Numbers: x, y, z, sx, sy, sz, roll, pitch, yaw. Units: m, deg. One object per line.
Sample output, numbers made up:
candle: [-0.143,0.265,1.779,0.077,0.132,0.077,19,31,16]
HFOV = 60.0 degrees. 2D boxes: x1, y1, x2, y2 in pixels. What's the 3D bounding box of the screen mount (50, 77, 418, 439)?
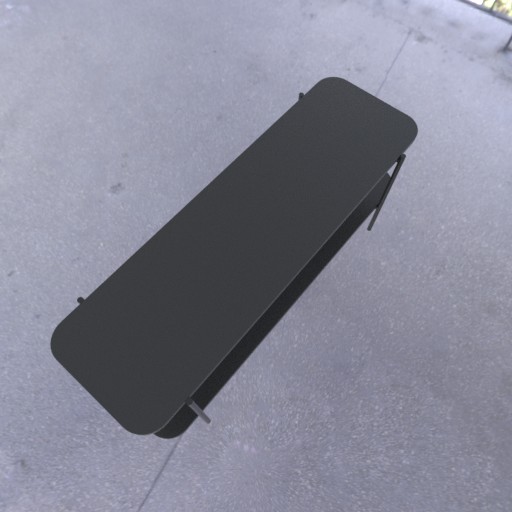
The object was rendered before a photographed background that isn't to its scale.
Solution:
screen mount: [0.000,0.000,1.425,0.400,0.447,1.200,37,70,16]
